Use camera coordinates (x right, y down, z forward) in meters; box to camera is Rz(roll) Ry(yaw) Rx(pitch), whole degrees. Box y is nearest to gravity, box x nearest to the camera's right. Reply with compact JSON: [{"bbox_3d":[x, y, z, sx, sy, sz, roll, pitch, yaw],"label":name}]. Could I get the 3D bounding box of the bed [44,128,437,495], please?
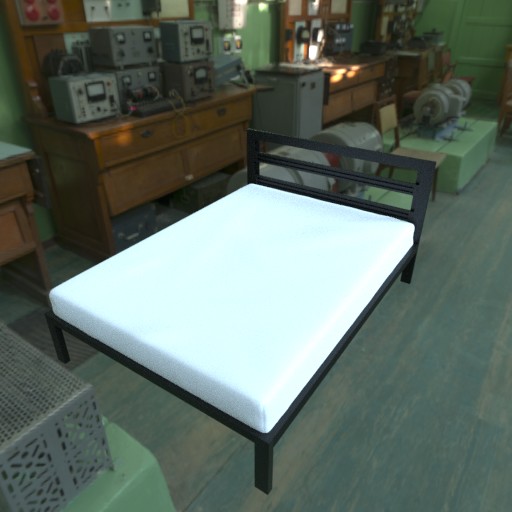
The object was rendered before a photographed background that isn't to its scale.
[{"bbox_3d":[0.000,0.000,2.834,1.524,0.967,2.062,19,35,29],"label":"bed"}]
